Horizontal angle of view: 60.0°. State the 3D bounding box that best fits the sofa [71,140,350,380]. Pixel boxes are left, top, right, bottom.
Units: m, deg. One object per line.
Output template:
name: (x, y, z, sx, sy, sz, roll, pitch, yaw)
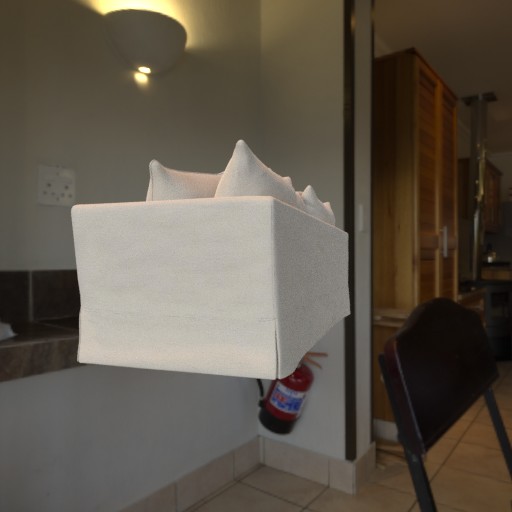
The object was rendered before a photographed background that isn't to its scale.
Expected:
sofa: (0.000, 0.000, 3.080, 1.046, 1.047, 2.499, 0, -1, 18)
